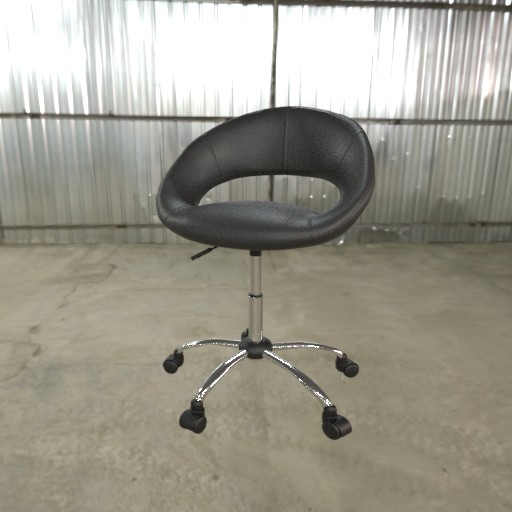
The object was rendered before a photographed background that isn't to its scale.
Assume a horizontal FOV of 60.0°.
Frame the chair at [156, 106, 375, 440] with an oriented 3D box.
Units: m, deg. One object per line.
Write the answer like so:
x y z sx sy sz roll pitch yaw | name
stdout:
0.000 0.000 1.190 0.612 0.791 0.538 7 16 25 | chair
